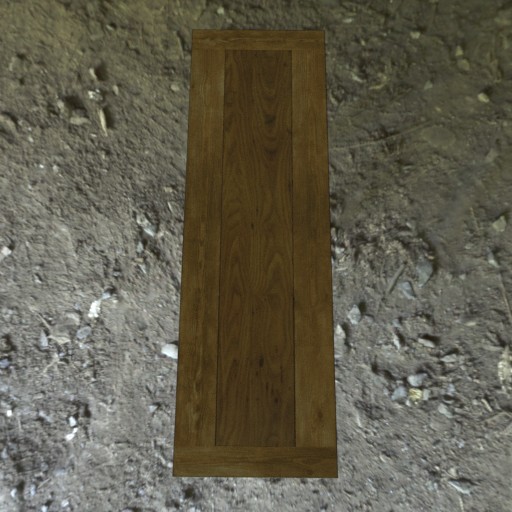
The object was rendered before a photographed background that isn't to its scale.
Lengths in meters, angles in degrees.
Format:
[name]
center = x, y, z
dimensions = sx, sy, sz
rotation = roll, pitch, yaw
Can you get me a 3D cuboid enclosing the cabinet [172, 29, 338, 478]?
[cabinet]
center = 0.000, 0.000, 1.818
dimensions = 0.480, 0.813, 1.474
rotation = 0, 78, 0
